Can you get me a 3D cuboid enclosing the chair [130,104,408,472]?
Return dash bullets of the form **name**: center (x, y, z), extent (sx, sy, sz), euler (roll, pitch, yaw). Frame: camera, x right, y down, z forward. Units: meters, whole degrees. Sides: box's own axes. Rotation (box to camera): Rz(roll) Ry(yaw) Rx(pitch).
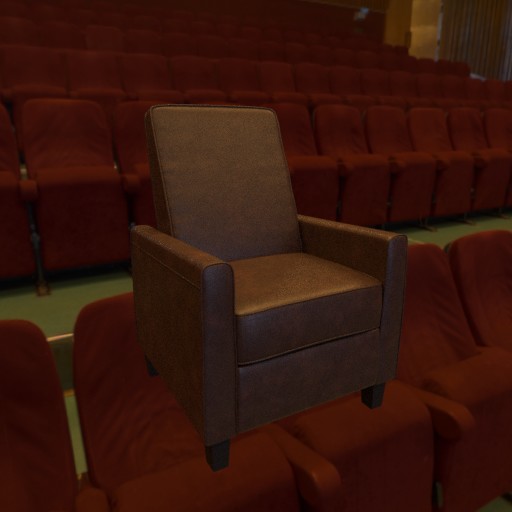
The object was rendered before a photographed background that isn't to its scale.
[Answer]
- **chair**: center (0.000, 0.000, 1.527), extent (0.705, 1.013, 0.746), euler (-9, 18, -28)
